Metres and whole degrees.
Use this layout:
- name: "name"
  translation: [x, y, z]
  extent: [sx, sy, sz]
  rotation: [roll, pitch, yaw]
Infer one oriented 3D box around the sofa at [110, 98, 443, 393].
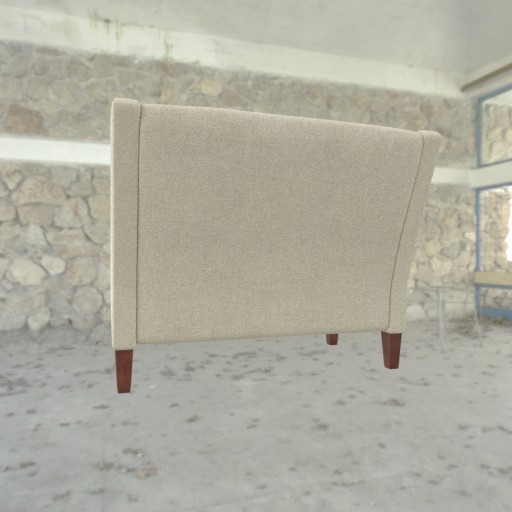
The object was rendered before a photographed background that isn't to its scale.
- name: "sofa"
  translation: [0.000, 0.000, 1.947]
  extent: [1.212, 0.976, 0.946]
  rotation: [0, 0, -18]
